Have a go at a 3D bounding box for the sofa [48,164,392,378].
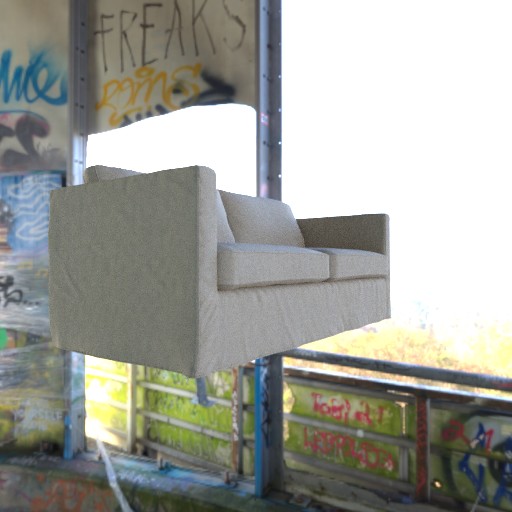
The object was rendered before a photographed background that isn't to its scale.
[{"bbox_3d":[0.000,0.000,2.509,0.962,0.835,1.959,-1,-1,36],"label":"sofa"}]
